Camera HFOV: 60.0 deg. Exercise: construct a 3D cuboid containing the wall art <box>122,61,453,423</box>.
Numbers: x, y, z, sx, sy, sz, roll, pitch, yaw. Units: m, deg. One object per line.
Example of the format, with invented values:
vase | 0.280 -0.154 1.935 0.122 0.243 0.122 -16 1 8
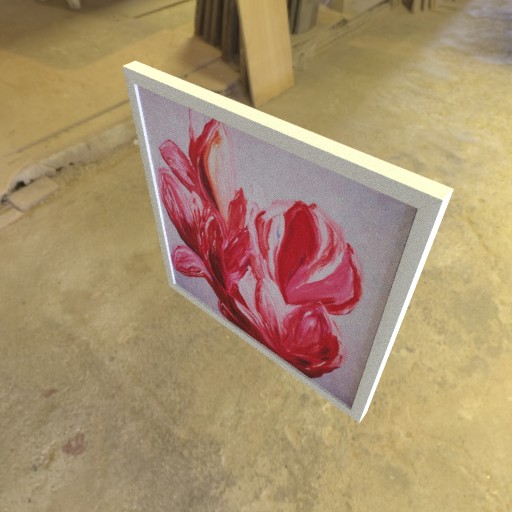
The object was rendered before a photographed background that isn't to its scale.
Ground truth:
wall art | 0.000 0.000 0.664 0.455 0.453 0.023 31 53 27
